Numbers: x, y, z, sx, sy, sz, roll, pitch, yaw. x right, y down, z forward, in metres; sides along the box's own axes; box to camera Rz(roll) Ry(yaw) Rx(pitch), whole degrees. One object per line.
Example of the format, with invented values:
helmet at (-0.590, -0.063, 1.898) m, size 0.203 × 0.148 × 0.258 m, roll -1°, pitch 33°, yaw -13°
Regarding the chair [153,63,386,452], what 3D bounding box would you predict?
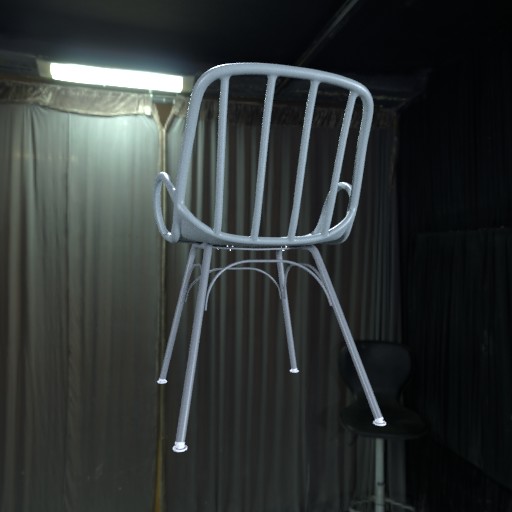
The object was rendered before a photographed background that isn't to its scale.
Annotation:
chair at (0.000, 0.000, 1.232) m, size 0.549 × 0.816 × 0.597 m, roll 0°, pitch 0°, yaw -17°
